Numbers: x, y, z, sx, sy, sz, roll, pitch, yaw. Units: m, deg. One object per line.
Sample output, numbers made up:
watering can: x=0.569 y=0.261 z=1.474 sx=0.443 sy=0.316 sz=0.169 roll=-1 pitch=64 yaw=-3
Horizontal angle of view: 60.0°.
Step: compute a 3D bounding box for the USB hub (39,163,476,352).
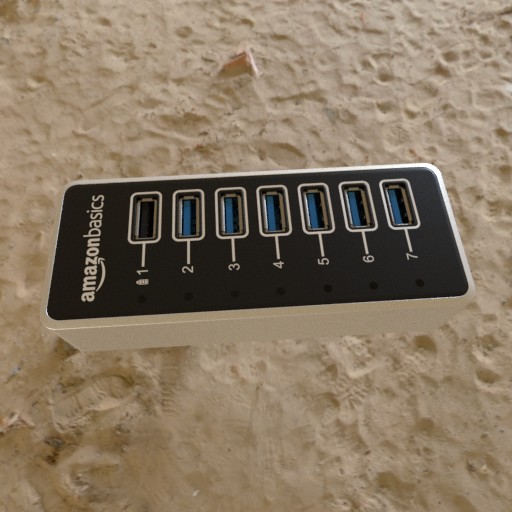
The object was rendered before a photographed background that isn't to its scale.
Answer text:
USB hub: x=0.000 y=0.000 z=0.128 sx=0.110 sy=0.023 sz=0.044 roll=-3 pitch=64 yaw=-2
